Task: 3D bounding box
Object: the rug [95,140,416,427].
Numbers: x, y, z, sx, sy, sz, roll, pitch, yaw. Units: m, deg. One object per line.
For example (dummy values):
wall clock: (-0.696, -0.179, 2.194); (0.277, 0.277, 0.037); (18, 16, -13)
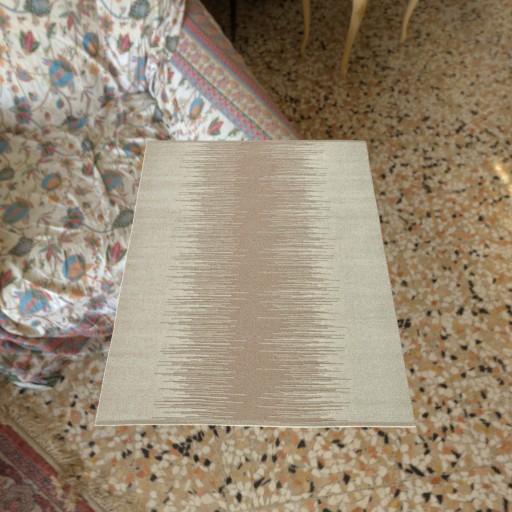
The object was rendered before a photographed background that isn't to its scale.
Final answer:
rug: (0.000, 0.000, 4.159); (2.438, 0.013, 3.048); (0, 58, 0)
